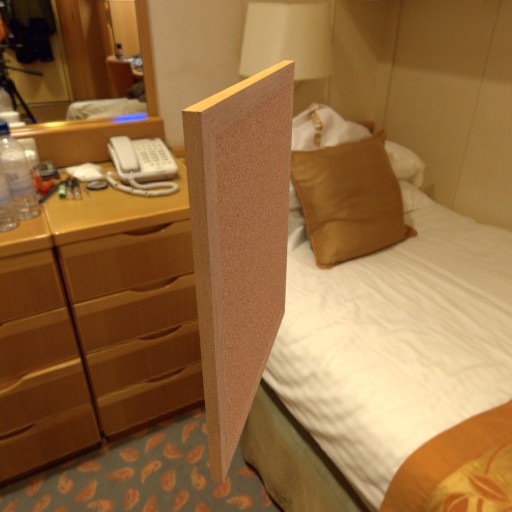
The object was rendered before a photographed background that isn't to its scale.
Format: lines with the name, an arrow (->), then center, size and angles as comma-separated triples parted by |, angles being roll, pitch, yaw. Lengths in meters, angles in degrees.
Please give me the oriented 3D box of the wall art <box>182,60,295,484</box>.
wall art -> 0.000, 0.000, 0.746 | 0.020, 0.561, 0.460 | 8, 30, 13
